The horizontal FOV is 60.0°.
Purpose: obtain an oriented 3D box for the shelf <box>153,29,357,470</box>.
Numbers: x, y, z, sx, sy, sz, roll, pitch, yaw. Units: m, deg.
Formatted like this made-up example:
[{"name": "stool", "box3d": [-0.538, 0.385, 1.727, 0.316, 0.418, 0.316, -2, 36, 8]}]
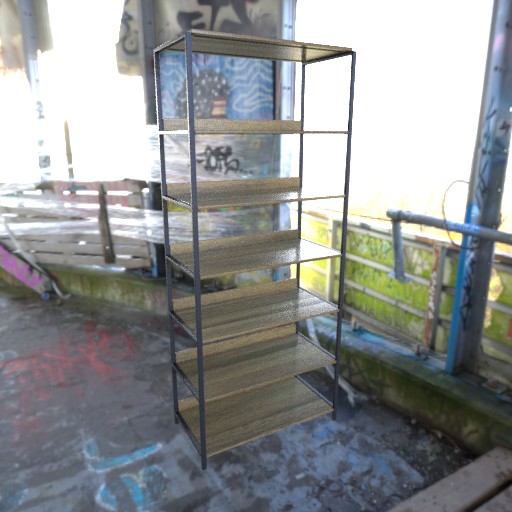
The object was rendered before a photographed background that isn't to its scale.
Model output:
[{"name": "shelf", "box3d": [0.000, 0.000, 2.331, 0.847, 2.015, 0.431, -8, 18, -28]}]
